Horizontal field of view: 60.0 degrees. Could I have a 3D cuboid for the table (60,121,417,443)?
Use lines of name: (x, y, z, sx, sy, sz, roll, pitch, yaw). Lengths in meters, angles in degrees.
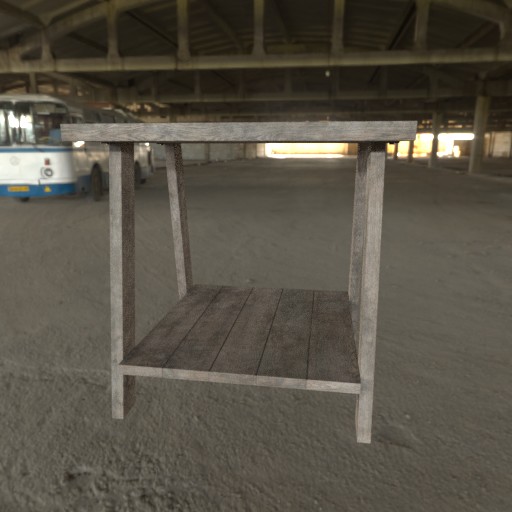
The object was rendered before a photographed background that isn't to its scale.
table: (0.000, 0.000, 1.107, 0.610, 0.610, 0.610, 2, 14, 9)
